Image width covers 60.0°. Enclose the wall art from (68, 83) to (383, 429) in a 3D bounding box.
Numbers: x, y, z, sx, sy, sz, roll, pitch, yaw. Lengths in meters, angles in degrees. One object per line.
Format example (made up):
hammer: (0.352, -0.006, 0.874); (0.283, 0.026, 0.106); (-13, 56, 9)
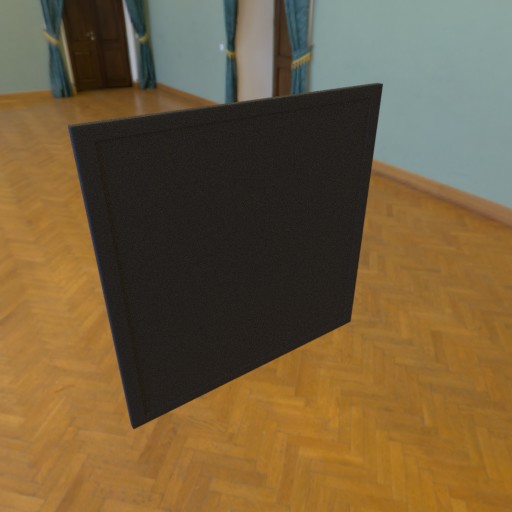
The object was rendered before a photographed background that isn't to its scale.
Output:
wall art: (0.000, 0.000, 0.826); (0.562, 0.558, 0.012); (-19, 35, -29)
